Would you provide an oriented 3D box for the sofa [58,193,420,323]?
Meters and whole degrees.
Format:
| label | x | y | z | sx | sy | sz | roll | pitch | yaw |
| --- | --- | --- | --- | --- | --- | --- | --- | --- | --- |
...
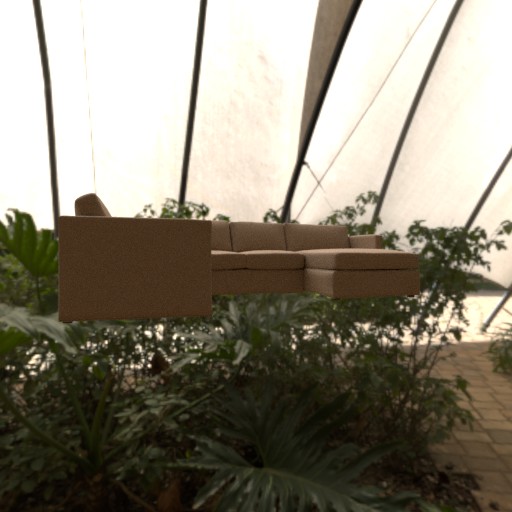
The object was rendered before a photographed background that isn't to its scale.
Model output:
| label | x | y | z | sx | sy | sz | roll | pitch | yaw |
| --- | --- | --- | --- | --- | --- | --- | --- | --- | --- |
| sofa | 0.000 | 0.000 | 4.511 | 3.460 | 0.882 | 2.427 | 0 | 0 | -18 |
